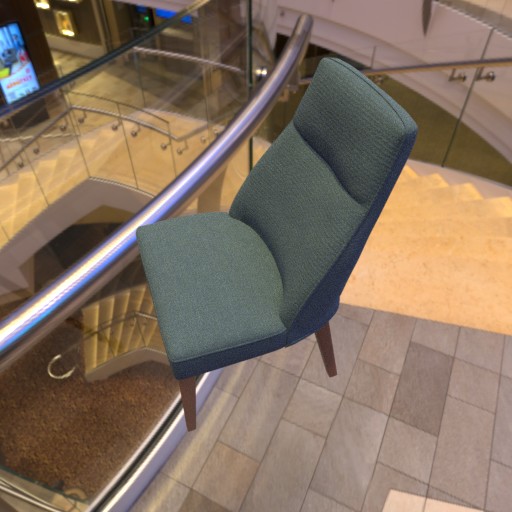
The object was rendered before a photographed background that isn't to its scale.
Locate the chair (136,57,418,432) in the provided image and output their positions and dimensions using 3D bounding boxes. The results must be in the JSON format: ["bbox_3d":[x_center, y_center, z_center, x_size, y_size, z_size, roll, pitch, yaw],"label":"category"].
[{"bbox_3d":[0.000,0.000,1.266,0.620,0.930,0.500,-15,48,-14],"label":"chair"}]
